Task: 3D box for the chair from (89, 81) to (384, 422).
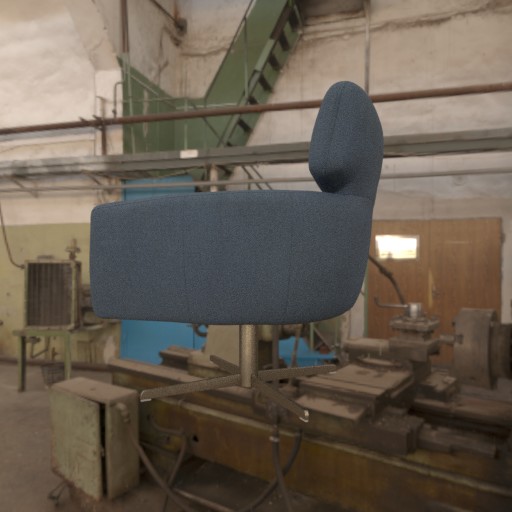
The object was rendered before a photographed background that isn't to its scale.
[{"bbox_3d":[0.000,0.000,1.381,0.761,0.813,0.738,0,1,19],"label":"chair"}]
